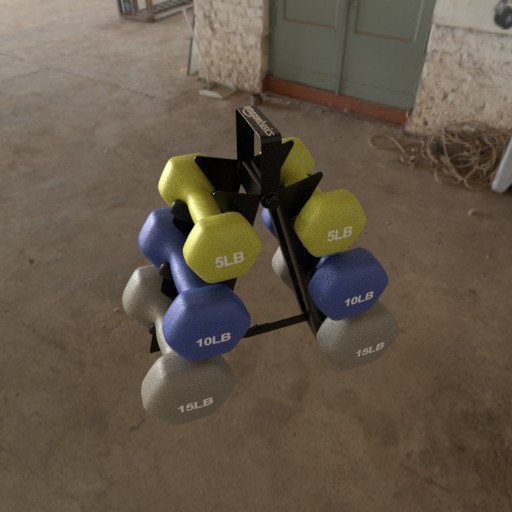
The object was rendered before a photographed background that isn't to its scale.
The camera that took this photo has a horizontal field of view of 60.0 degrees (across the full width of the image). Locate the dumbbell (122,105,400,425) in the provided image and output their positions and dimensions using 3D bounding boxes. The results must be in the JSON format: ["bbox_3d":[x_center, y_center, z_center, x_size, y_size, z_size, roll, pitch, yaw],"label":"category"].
[{"bbox_3d":[0.000,0.000,0.663,0.416,0.426,0.261,-13,43,-15],"label":"dumbbell"}]
